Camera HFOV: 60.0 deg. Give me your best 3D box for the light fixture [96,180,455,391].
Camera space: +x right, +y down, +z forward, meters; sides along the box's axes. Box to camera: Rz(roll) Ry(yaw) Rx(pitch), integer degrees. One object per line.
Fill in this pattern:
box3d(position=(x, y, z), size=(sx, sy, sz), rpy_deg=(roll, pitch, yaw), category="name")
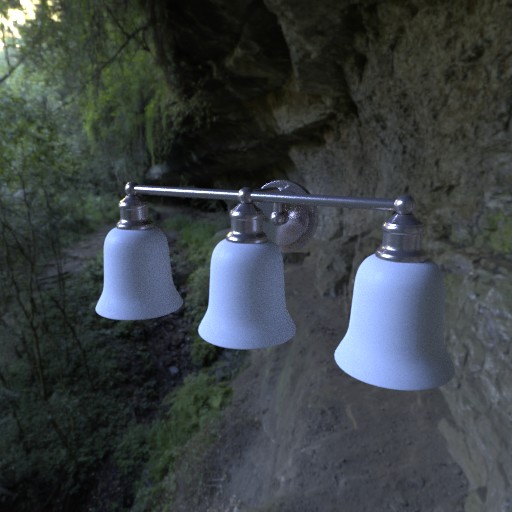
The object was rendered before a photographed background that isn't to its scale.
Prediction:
box3d(position=(0.000, 0.000, 0.659), size=(0.570, 0.211, 0.198), rpy_deg=(8, 16, 28), category="light fixture")
